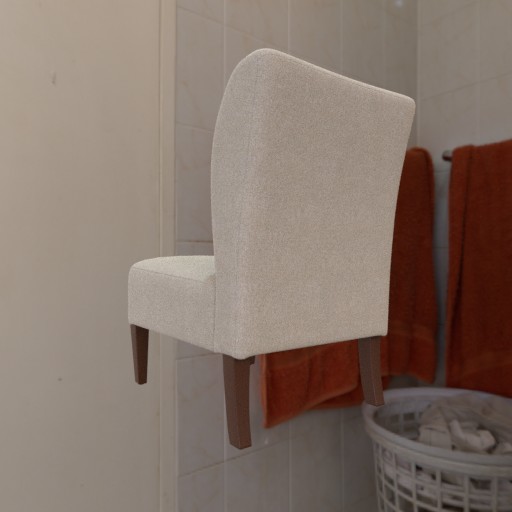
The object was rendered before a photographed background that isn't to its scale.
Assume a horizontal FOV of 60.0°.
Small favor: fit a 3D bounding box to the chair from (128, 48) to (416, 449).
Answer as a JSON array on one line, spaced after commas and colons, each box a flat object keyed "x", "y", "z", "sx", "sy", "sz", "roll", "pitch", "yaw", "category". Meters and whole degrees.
[{"x": 0.000, "y": 0.000, "z": 1.307, "sx": 0.521, "sy": 0.833, "sz": 0.754, "roll": 0, "pitch": 0, "yaw": -36, "category": "chair"}]
